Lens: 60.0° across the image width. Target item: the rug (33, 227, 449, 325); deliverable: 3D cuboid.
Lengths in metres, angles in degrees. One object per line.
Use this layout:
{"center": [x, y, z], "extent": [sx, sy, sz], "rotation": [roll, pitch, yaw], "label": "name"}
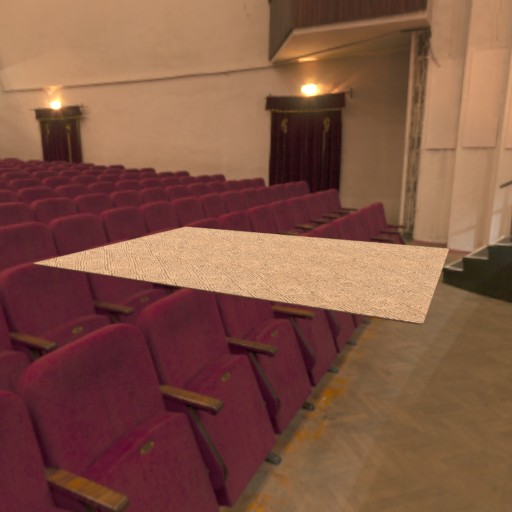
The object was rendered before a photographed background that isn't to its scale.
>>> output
{"center": [0.000, 0.000, 2.904], "extent": [2.238, 0.008, 1.593], "rotation": [6, 14, 26], "label": "rug"}
